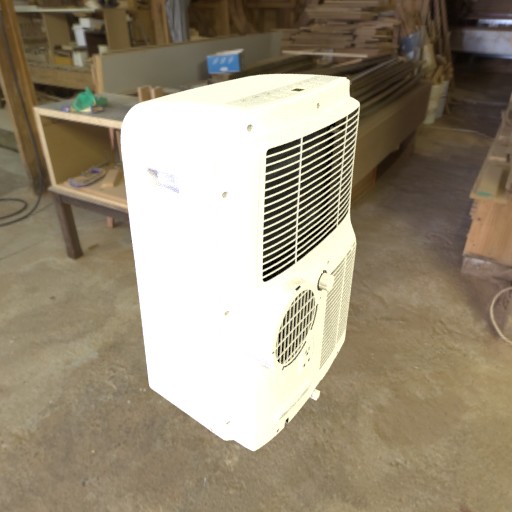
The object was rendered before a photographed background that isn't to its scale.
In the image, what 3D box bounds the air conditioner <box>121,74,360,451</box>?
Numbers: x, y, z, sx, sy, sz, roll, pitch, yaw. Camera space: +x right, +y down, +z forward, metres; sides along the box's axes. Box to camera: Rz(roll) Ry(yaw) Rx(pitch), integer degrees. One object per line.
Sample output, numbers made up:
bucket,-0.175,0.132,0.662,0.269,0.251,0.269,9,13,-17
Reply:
air conditioner,0.000,0.000,0.954,0.365,0.700,0.454,19,36,29
